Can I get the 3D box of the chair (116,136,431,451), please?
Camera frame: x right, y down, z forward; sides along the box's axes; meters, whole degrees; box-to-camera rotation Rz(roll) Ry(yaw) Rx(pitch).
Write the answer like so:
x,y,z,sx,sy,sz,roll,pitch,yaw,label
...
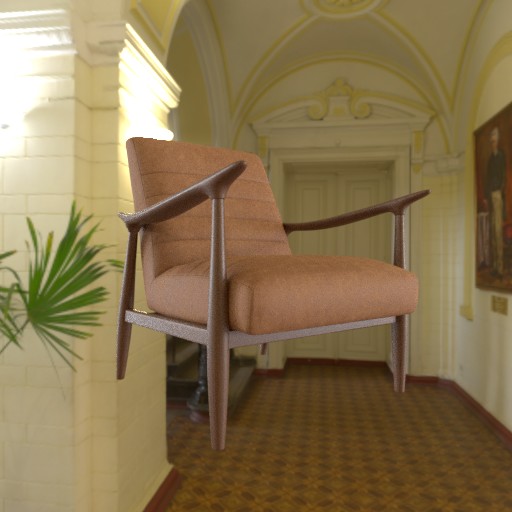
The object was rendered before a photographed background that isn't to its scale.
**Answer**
x,y,z,sx,sy,sz,roll,pitch,yaw,label
0.000,0.000,1.395,0.741,0.832,0.798,0,0,-37,chair
